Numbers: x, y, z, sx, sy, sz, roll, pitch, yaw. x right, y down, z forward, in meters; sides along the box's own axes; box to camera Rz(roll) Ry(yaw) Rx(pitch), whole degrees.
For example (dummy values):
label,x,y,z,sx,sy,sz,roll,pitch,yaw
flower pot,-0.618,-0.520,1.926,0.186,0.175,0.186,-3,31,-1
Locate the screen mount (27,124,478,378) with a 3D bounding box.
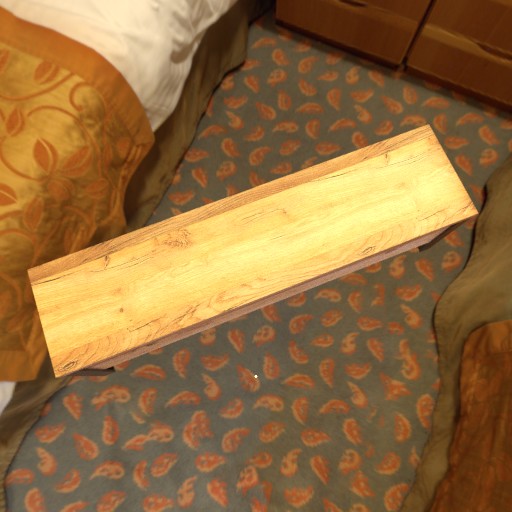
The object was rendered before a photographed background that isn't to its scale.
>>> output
label,x,y,z,sx,sy,sz,roll,pitch,yaw
screen mount,0.000,0.000,1.748,1.524,0.450,0.395,-21,76,-5
